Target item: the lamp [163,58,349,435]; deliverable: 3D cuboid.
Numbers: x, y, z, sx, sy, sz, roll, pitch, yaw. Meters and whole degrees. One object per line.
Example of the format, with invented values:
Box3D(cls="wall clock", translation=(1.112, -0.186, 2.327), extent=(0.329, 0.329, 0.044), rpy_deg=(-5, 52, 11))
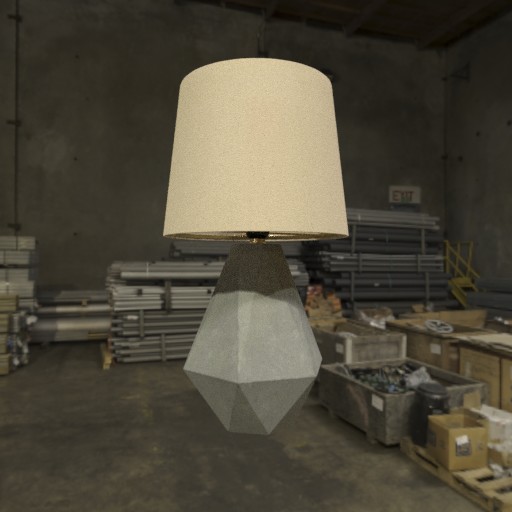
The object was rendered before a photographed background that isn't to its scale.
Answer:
Box3D(cls="lamp", translation=(0.000, 0.000, 0.675), extent=(0.276, 0.501, 0.276), rpy_deg=(0, -1, 0))
